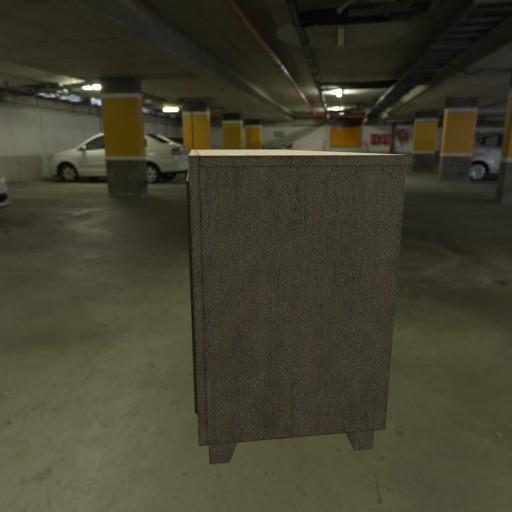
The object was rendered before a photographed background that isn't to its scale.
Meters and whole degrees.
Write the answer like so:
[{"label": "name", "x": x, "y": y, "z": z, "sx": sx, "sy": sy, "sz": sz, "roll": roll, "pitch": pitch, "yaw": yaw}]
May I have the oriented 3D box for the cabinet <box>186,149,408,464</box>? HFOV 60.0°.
[{"label": "cabinet", "x": 0.000, "y": 0.000, "z": 1.793, "sx": 0.511, "sy": 0.825, "sz": 1.460, "roll": -2, "pitch": 14, "yaw": -8}]
